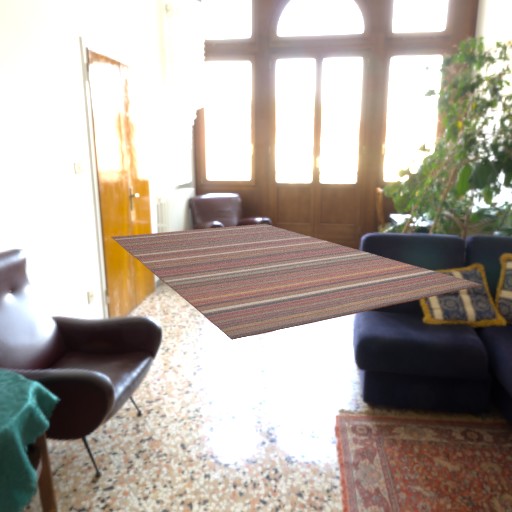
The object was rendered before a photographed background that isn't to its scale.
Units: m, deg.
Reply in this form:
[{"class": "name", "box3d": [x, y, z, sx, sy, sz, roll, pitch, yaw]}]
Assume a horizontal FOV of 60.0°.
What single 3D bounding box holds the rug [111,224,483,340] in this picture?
[{"class": "rug", "box3d": [0.000, 0.000, 3.116, 1.523, 0.008, 2.438, -7, 15, -27]}]
